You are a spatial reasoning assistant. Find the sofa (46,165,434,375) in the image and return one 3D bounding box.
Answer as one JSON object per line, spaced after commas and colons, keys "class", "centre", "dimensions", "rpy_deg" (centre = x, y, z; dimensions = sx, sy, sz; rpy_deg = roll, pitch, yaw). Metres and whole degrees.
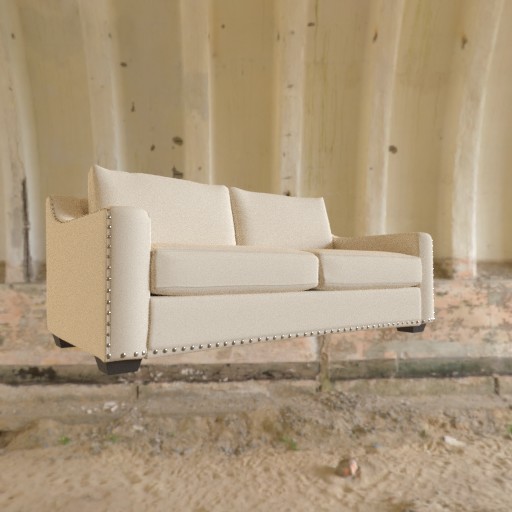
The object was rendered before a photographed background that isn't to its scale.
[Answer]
{"class": "sofa", "centre": [0.000, 0.000, 2.274], "dimensions": [1.812, 0.830, 0.949], "rpy_deg": [1, -2, -36]}
